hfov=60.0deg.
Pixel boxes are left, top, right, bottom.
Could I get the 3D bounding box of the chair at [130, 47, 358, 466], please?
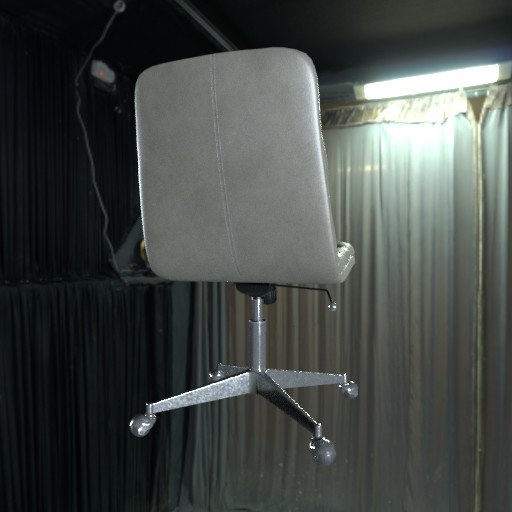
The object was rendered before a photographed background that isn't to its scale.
[{"bbox_3d":[0.000,0.000,1.016,0.422,0.738,0.485,0,0,18],"label":"chair"}]
